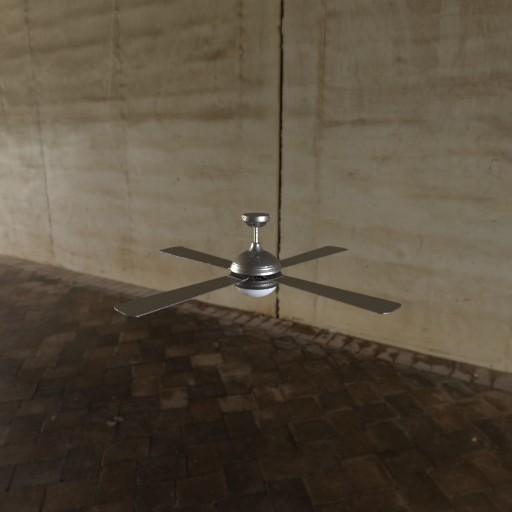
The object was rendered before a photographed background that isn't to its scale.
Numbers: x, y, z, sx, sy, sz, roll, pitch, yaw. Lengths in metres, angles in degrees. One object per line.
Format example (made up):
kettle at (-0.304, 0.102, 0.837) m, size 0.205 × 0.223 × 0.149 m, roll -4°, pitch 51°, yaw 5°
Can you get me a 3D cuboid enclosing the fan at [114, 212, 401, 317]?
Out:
fan at (0.000, 0.000, 2.028) m, size 1.321 × 0.381 × 1.321 m, roll -7°, pitch 16°, yaw -25°
